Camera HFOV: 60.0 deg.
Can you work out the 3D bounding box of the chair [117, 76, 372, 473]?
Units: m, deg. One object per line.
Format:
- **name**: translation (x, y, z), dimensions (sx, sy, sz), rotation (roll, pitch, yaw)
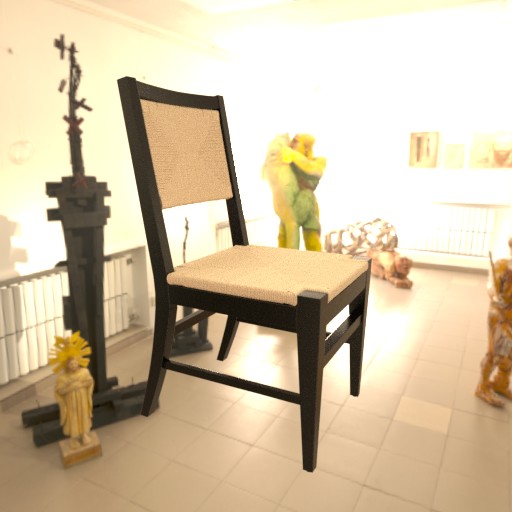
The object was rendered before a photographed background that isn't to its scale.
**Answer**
- **chair**: translation (0.000, 0.000, 1.247), dimensions (0.552, 0.927, 0.437), rotation (7, 15, 28)
